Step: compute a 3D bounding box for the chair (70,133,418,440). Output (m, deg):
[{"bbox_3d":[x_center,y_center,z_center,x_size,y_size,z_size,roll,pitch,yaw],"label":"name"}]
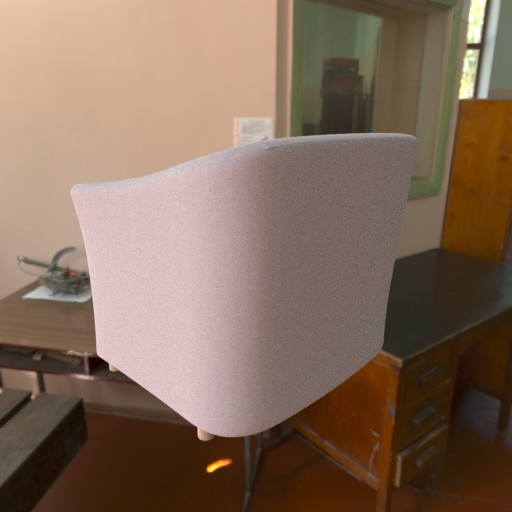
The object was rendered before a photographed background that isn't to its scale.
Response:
[{"bbox_3d":[0.000,0.000,1.331,0.700,0.720,0.790,16,23,42],"label":"chair"}]
